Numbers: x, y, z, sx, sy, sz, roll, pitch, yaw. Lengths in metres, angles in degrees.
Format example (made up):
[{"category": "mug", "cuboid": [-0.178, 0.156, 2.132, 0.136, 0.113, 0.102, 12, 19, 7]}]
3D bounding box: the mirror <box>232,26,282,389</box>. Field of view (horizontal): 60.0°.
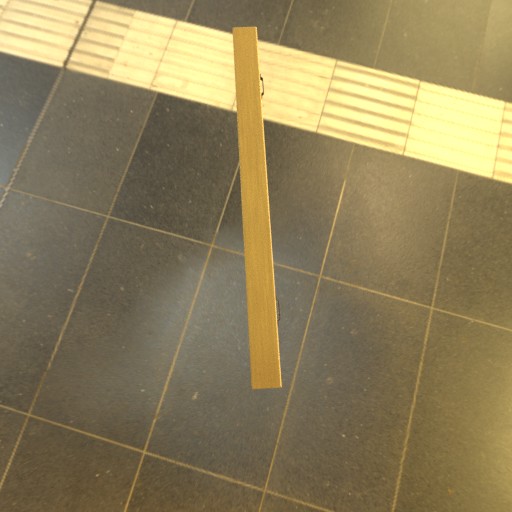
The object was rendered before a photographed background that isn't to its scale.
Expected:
[{"category": "mirror", "cuboid": [0.000, 0.000, 0.927, 0.040, 0.710, 0.507, -3, 75, -1]}]
